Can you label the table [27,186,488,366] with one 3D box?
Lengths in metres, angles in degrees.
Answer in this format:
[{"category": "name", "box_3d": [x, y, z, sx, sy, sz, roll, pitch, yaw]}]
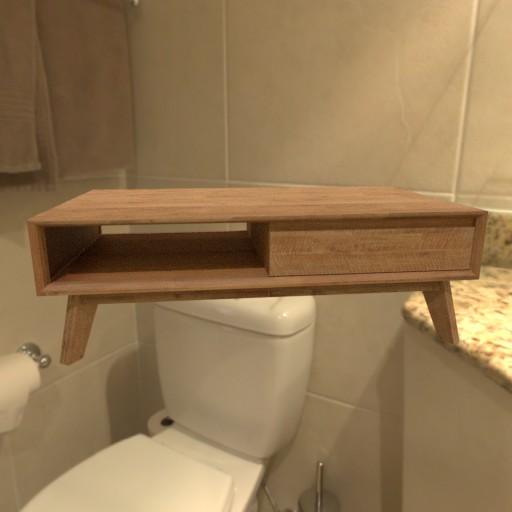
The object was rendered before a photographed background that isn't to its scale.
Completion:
[{"category": "table", "box_3d": [0.000, 0.000, 2.045, 1.619, 0.531, 0.918, -2, 15, -6]}]
